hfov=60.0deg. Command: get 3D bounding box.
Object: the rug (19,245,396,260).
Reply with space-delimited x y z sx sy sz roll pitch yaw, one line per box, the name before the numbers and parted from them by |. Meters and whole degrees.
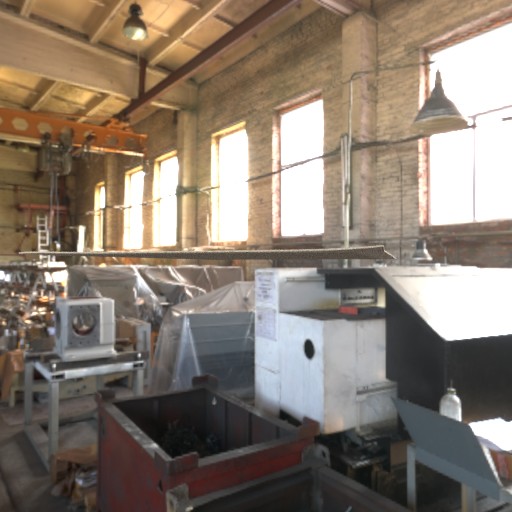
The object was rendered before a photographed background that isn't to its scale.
rug | 0.000 0.000 3.868 2.277 0.035 2.897 0 -1 19
